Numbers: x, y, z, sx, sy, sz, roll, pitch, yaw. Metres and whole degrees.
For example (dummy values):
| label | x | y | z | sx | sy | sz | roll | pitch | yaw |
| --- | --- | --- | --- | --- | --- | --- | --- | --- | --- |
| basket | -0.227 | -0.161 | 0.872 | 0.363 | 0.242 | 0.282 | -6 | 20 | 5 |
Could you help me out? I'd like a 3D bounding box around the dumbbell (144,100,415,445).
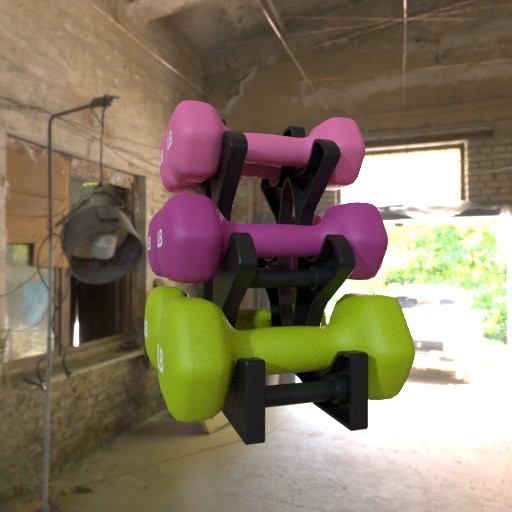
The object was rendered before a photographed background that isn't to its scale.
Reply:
| label | x | y | z | sx | sy | sz | roll | pitch | yaw |
| --- | --- | --- | --- | --- | --- | --- | --- | --- | --- |
| dumbbell | 0.000 | 0.000 | 0.438 | 0.203 | 0.261 | 0.257 | 0 | -1 | -18 |
